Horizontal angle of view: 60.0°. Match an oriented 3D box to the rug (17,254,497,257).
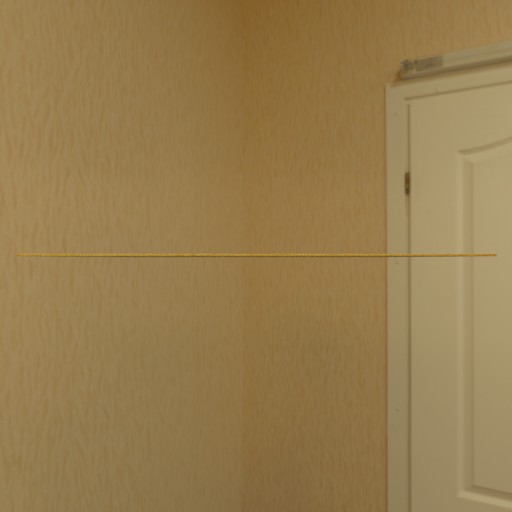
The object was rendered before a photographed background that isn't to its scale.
[{"bbox_3d":[0.000,0.000,4.235,3.242,0.015,2.486,0,0,-1],"label":"rug"}]
